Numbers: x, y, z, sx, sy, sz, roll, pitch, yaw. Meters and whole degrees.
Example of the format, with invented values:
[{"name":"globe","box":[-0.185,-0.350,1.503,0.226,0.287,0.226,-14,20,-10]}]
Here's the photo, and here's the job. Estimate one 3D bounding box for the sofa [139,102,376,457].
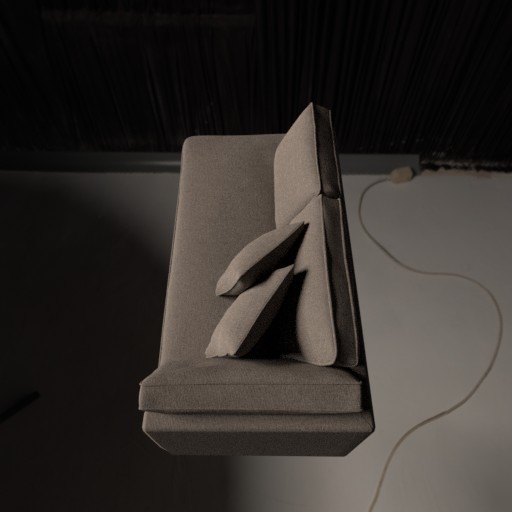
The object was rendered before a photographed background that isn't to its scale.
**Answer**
[{"name":"sofa","box":[0.000,0.000,2.828,1.110,1.033,2.237,0,58,0]}]
